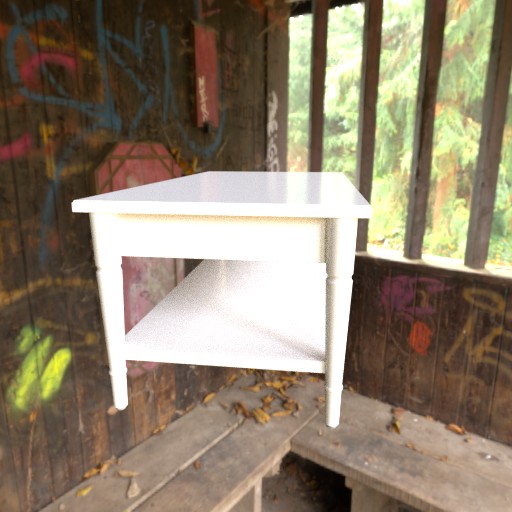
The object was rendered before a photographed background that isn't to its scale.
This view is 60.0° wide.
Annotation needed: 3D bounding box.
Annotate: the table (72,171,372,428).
[{"bbox_3d":[0.000,0.000,1.373,0.559,0.457,1.067,2,14,8],"label":"table"}]
